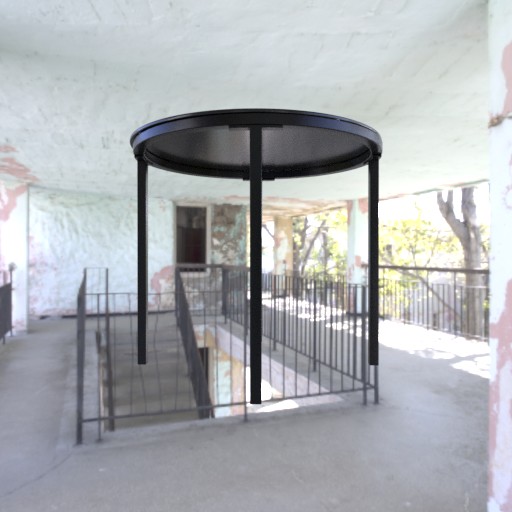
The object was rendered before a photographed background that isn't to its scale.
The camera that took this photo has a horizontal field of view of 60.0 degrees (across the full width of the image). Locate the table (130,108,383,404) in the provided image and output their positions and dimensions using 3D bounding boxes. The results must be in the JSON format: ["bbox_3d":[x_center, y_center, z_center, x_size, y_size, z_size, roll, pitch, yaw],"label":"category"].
[{"bbox_3d":[0.000,0.000,0.911,0.499,0.443,0.499,0,0,0],"label":"table"}]
